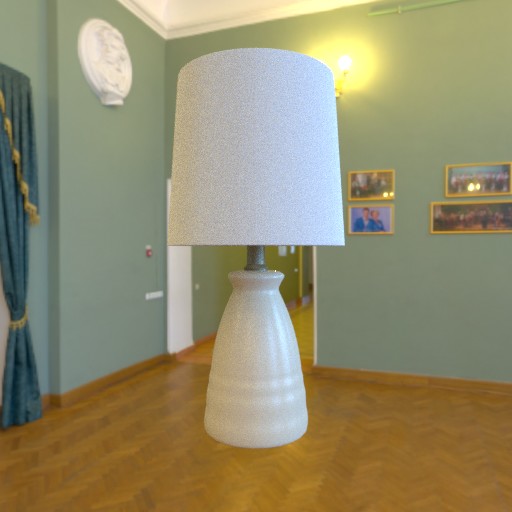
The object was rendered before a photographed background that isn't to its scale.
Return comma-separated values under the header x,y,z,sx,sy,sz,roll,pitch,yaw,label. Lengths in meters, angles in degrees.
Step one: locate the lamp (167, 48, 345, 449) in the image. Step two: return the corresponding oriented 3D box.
x,y,z,sx,sy,sz,roll,pitch,yaw,label
0.000,0.000,0.475,0.186,0.369,0.186,0,1,0,lamp
